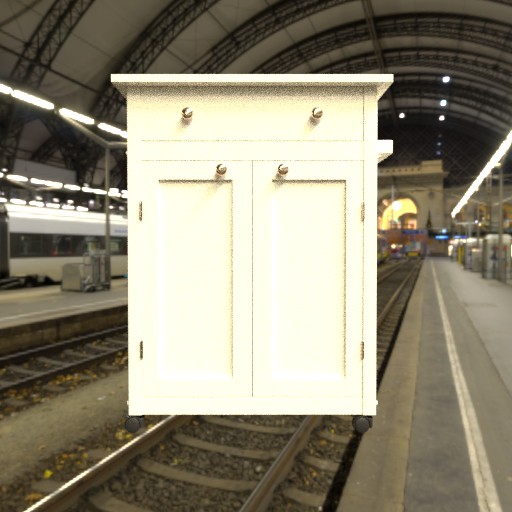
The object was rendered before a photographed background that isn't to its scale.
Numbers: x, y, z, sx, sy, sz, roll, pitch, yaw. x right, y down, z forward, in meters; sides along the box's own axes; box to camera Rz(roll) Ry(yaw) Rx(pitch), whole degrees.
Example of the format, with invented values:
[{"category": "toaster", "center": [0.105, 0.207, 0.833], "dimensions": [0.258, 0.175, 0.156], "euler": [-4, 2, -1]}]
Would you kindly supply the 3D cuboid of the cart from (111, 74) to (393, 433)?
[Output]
[{"category": "cart", "center": [0.000, 0.000, 1.272], "dimensions": [0.683, 0.864, 0.442], "euler": [0, 1, 0]}]
